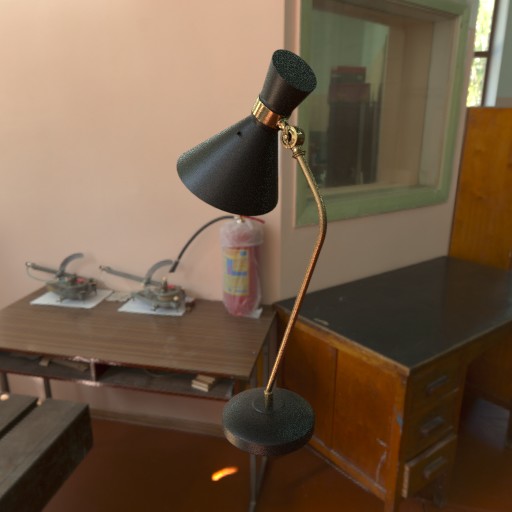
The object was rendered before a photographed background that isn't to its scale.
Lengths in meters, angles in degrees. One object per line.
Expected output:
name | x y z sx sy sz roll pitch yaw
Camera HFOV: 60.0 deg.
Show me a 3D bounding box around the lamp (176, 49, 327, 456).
lamp | 0.000 0.000 0.768 0.189 0.647 0.292 -15 22 -42
